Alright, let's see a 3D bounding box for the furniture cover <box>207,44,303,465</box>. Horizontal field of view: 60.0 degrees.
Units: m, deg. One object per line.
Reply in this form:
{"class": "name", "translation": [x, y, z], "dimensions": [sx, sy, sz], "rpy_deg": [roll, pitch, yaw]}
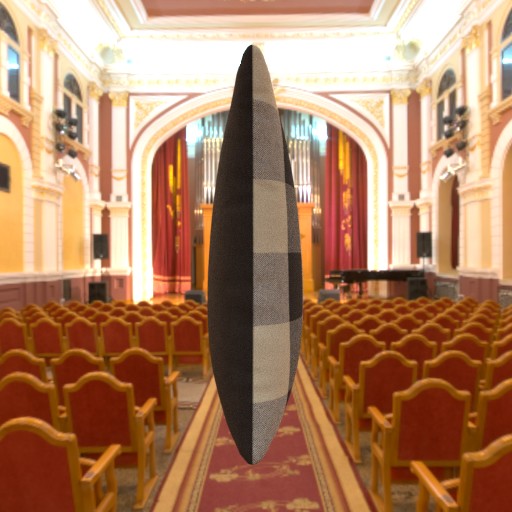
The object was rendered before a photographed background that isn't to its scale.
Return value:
{"class": "furniture cover", "translation": [0.000, 0.000, 0.784], "dimensions": [0.161, 0.509, 0.511], "rpy_deg": [0, 0, 1]}
